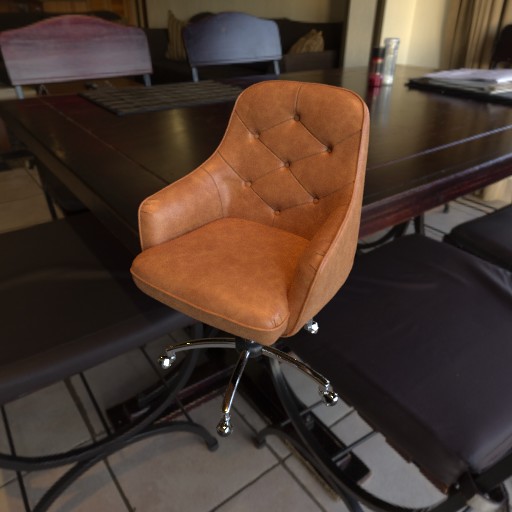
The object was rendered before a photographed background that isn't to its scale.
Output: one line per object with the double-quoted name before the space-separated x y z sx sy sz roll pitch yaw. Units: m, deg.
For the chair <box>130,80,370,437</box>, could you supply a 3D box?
"chair" 0.000 0.000 1.338 0.628 0.909 0.615 19 36 29
